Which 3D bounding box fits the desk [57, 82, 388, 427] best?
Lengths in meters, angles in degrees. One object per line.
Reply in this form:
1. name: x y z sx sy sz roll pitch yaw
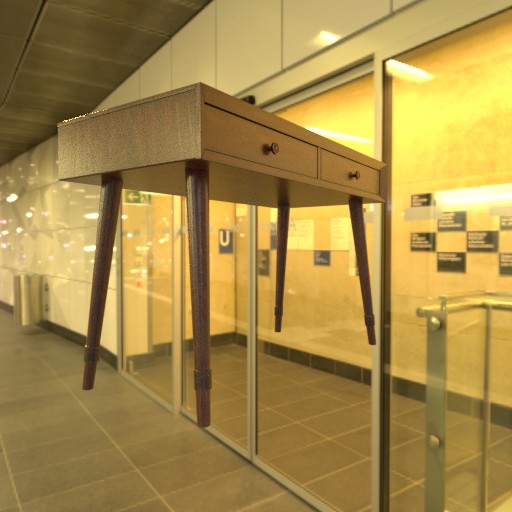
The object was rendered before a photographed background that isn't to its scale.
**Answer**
1. desk: 0.000 0.000 2.127 0.734 1.031 1.577 1 2 35
